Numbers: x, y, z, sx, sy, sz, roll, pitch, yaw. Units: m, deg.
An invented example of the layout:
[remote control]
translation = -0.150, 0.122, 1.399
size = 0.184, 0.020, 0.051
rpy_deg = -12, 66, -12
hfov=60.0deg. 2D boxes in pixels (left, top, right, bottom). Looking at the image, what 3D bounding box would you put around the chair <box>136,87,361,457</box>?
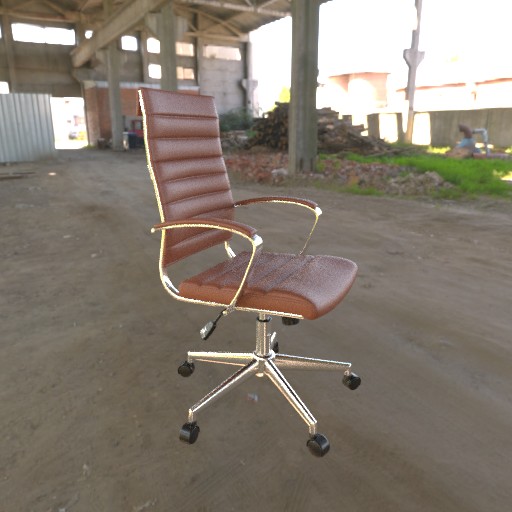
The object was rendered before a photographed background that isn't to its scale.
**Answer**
[chair]
translation = 0.000, 0.000, 1.619
size = 0.739, 1.149, 0.766
rpy_deg = 8, 17, 26
